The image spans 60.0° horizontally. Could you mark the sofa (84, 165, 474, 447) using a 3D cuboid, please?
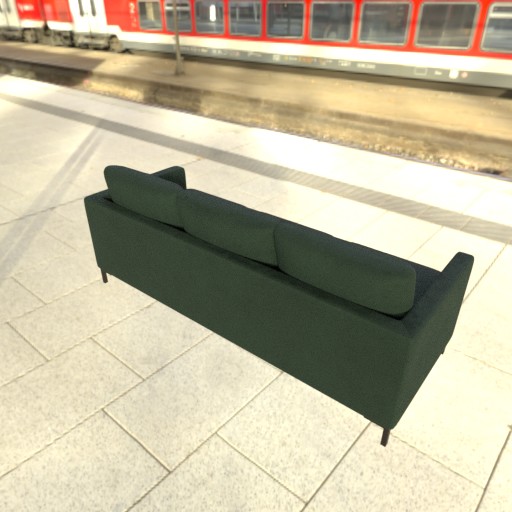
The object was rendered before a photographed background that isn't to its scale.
[{"bbox_3d":[0.000,0.000,2.680,2.218,0.870,0.859,22,37,32],"label":"sofa"}]
